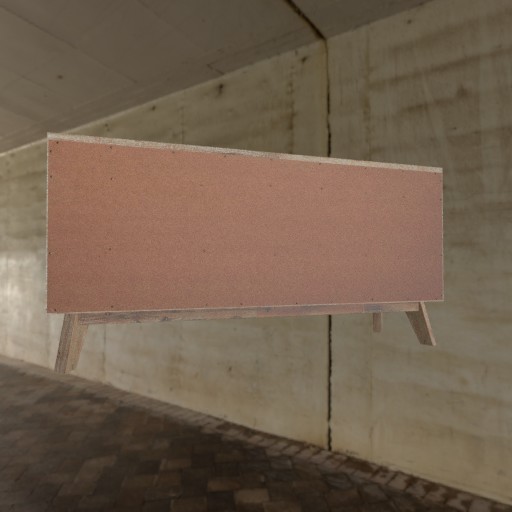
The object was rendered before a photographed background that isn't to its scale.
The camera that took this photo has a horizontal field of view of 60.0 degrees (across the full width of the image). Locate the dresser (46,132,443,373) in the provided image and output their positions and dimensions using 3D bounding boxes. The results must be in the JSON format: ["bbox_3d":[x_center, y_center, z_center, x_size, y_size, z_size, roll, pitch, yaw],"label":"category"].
[{"bbox_3d":[0.000,0.000,1.917,1.602,0.788,0.455,0,-1,-19],"label":"dresser"}]
